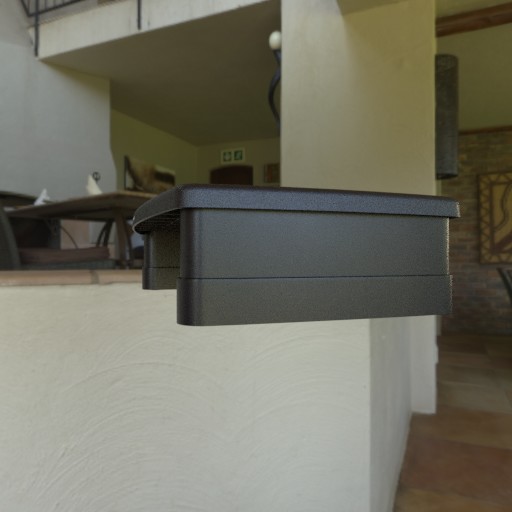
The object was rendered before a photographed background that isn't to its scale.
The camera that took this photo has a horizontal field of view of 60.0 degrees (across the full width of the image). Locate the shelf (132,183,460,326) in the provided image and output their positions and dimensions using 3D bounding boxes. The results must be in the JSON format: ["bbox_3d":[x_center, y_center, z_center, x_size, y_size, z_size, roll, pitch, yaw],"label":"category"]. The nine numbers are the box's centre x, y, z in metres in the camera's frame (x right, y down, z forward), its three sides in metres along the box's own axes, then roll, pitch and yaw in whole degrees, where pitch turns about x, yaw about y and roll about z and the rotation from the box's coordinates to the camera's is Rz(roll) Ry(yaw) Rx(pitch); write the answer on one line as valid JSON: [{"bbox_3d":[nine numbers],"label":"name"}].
[{"bbox_3d":[0.000,0.000,0.523,0.280,0.100,0.410,0,0,-18],"label":"shelf"}]
